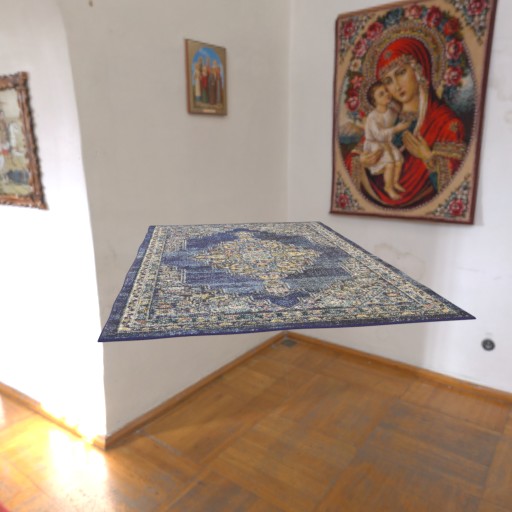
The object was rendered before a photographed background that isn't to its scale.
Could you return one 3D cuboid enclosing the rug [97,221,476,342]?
[{"bbox_3d":[0.000,0.000,2.196,1.184,0.012,1.781,-2,15,-8],"label":"rug"}]
